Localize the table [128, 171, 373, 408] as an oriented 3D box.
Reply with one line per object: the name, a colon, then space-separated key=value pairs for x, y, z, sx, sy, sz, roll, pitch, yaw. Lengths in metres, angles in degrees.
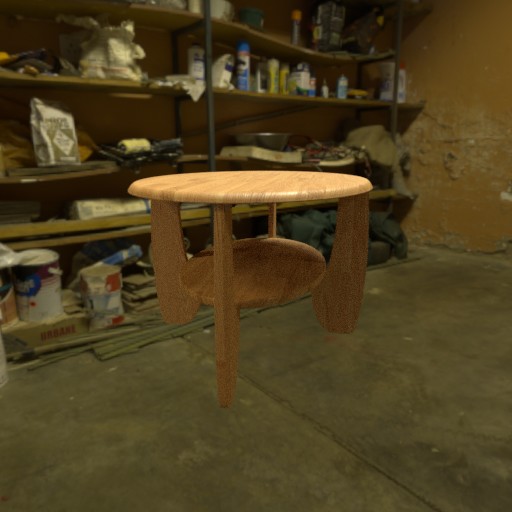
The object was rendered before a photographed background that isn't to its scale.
table: x=0.000 y=0.000 z=1.413 sx=0.690 sy=0.490 sz=1.040 roll=2 pitch=13 yaw=8
